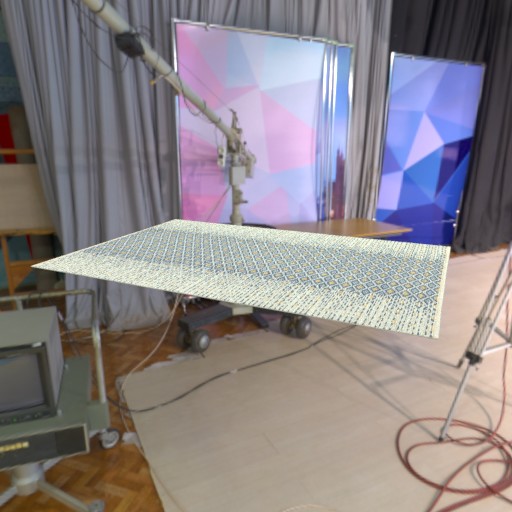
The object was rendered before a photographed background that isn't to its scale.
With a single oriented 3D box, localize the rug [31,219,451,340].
[{"bbox_3d":[0.000,0.000,2.301,1.828,0.005,1.219,7,18,23],"label":"rug"}]
